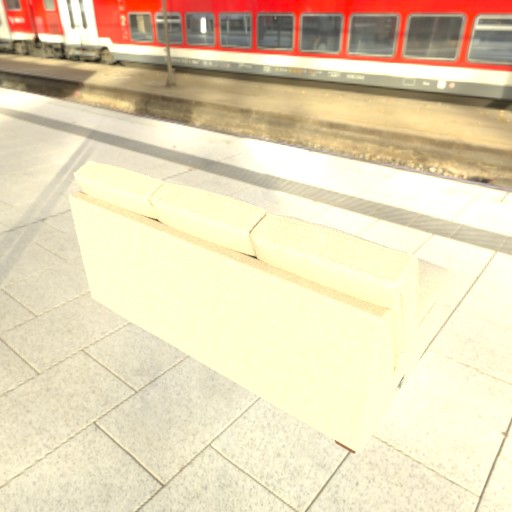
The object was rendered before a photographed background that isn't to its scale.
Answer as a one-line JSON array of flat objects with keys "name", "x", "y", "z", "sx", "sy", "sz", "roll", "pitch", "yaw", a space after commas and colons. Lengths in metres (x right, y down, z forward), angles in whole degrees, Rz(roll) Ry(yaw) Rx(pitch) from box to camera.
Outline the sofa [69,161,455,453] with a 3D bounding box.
[{"name": "sofa", "x": 0.000, "y": 0.000, "z": 2.514, "sx": 1.962, "sy": 0.973, "sz": 1.027, "roll": 21, "pitch": 35, "yaw": 32}]
